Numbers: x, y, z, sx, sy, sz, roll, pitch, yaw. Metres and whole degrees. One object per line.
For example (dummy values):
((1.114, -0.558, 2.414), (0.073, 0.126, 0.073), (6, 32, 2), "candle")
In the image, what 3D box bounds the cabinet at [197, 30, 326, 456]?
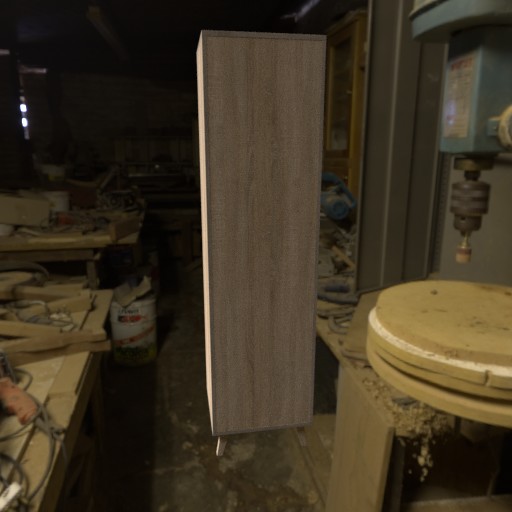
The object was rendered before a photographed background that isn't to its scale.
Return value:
((0.000, 0.000, 2.234), (0.510, 1.960, 0.450), (-2, 14, -10), "cabinet")
